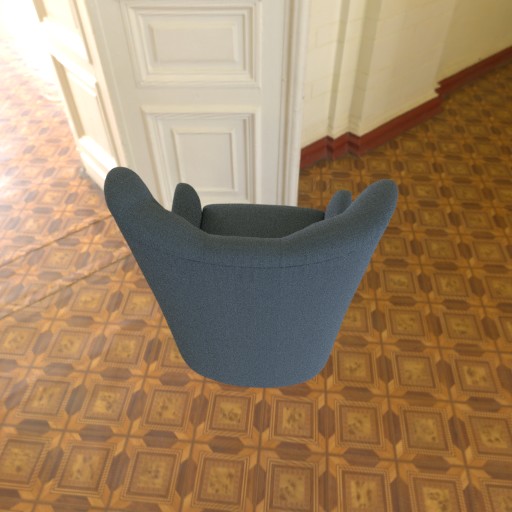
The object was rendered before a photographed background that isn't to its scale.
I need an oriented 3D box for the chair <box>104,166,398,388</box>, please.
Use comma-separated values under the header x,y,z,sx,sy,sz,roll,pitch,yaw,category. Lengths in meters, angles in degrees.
x,y,z,sx,sy,sz,roll,pitch,yaw,category
0.000,0.000,1.772,0.831,1.079,0.930,3,46,3,chair
